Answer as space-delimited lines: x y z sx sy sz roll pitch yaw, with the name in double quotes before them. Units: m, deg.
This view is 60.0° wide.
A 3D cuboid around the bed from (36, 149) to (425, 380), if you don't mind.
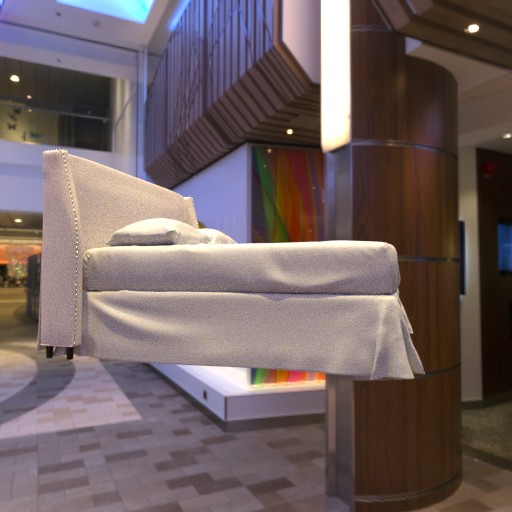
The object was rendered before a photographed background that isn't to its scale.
"bed" 0.000 0.000 3.345 2.276 1.332 1.925 -1 -2 18
